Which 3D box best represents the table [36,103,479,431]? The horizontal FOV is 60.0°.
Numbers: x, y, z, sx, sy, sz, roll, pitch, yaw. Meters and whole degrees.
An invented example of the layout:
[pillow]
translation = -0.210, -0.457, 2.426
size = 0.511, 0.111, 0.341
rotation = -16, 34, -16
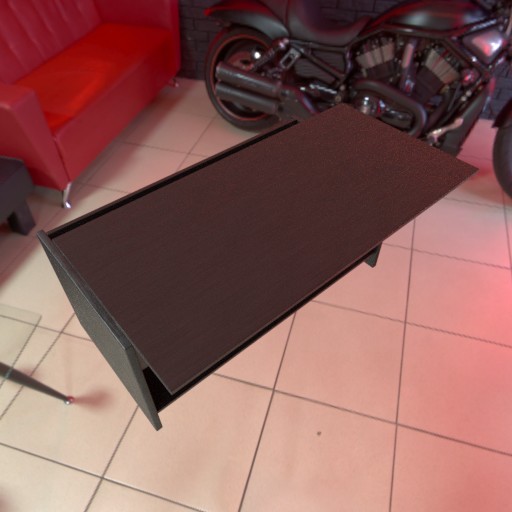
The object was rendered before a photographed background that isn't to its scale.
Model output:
[table]
translation = 0.000, 0.000, 1.377
size = 1.000, 0.570, 0.712
rotation = -32, 54, -27
